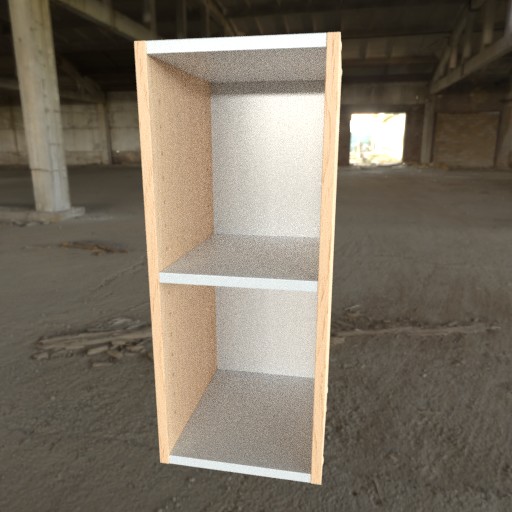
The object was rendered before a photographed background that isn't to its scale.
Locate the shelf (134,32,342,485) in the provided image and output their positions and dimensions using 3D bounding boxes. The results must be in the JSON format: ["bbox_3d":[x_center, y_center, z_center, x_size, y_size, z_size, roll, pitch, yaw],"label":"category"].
[{"bbox_3d":[0.000,0.000,0.728,0.250,0.600,0.290,3,15,10],"label":"shelf"}]
